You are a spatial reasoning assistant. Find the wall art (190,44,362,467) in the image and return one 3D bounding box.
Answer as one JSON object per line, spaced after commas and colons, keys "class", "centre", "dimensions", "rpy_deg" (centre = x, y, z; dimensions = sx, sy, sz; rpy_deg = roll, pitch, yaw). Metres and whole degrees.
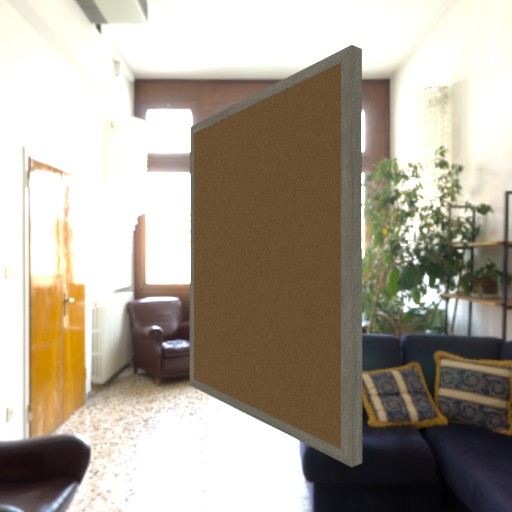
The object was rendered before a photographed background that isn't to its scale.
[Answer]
{"class": "wall art", "centre": [0.000, 0.000, 0.810], "dimensions": [0.022, 0.582, 0.479], "rpy_deg": [0, 0, -36]}
